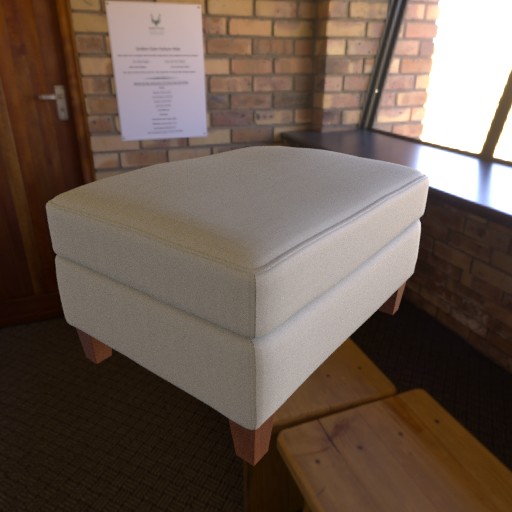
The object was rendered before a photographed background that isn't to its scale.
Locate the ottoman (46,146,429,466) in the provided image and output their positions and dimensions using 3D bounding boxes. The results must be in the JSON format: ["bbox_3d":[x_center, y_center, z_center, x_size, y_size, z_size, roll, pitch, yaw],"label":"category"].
[{"bbox_3d":[0.000,0.000,1.189,0.634,0.496,0.818,17,29,34],"label":"ottoman"}]
